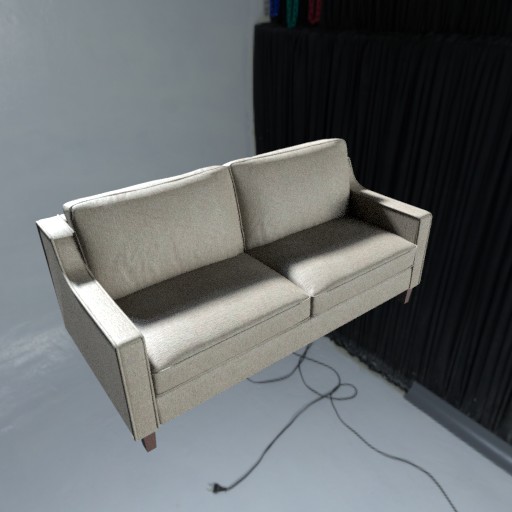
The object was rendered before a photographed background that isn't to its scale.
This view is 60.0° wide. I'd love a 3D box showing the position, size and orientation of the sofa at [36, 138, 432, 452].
[{"bbox_3d":[0.000,0.000,2.764,2.181,1.074,1.073,-21,35,-32],"label":"sofa"}]
